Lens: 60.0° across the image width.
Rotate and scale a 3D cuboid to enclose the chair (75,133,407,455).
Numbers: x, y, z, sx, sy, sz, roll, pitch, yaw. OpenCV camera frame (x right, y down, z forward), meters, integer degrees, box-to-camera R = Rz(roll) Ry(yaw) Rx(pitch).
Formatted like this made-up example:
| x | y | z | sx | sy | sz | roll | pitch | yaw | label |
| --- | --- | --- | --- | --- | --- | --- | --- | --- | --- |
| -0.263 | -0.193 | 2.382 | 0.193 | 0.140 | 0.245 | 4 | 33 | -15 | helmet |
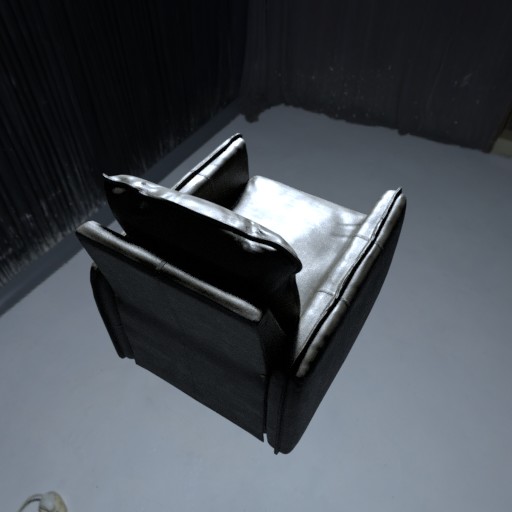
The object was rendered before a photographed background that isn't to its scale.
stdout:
| x | y | z | sx | sy | sz | roll | pitch | yaw | label |
| --- | --- | --- | --- | --- | --- | --- | --- | --- | --- |
| 0.000 | 0.000 | 1.585 | 0.830 | 0.921 | 0.921 | 24 | 51 | 21 | chair |
